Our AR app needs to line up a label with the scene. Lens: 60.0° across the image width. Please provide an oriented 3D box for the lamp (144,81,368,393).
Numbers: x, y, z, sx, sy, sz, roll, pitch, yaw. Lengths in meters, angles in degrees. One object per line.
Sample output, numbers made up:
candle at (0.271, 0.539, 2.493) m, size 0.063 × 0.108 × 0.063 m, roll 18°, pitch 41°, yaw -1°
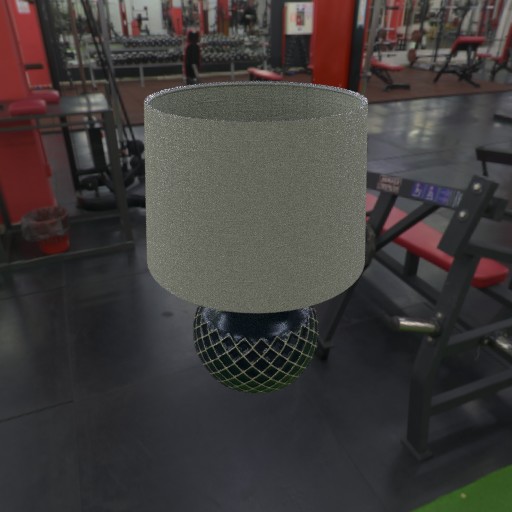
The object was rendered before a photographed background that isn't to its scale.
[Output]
lamp at (0.000, 0.000, 0.789) m, size 0.376 × 0.540 × 0.376 m, roll 0°, pitch 29°, yaw 0°
